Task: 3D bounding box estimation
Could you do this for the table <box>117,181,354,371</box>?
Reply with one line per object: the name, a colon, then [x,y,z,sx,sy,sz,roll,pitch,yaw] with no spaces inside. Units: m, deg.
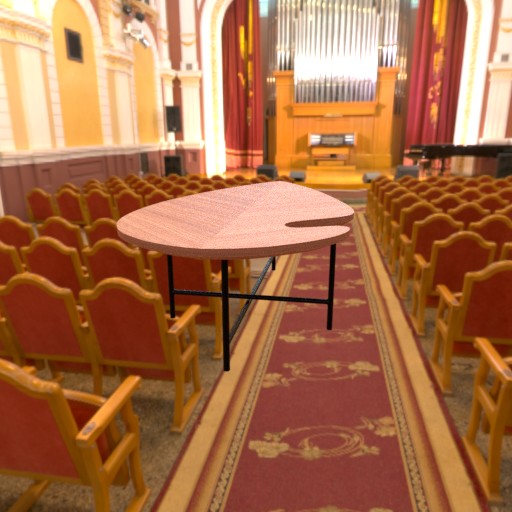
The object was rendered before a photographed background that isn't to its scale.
table: [0.000,0.000,1.450,0.598,0.360,1.199,3,16,10]
